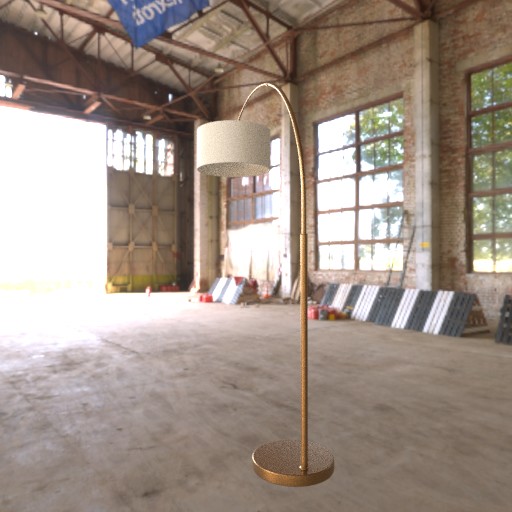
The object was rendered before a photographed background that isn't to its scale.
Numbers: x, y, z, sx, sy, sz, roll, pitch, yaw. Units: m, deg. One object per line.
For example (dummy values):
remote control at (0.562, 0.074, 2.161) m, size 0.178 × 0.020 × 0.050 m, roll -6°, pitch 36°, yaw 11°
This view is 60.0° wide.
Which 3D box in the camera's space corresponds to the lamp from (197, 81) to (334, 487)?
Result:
lamp at (0.000, 0.000, 2.533) m, size 0.493 × 1.927 × 1.434 m, roll 0°, pitch -1°, yaw -18°
